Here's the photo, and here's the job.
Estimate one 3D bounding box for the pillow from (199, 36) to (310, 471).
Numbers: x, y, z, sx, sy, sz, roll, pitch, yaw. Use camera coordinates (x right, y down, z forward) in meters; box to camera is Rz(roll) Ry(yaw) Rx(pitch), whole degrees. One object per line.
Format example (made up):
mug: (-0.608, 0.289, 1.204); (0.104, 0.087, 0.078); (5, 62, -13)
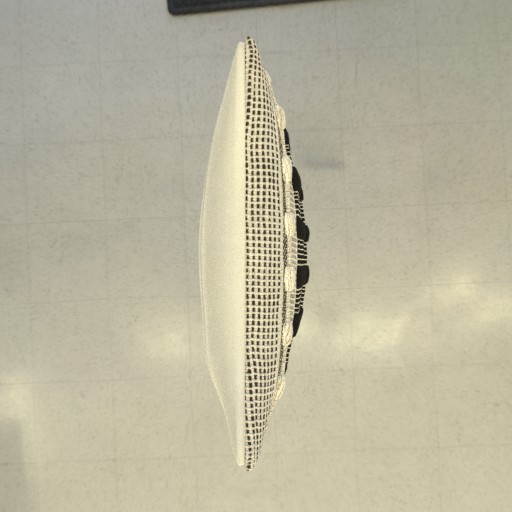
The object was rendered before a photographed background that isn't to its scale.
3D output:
pillow: (0.000, 0.000, 0.653); (0.156, 0.438, 0.436); (0, 89, 1)
